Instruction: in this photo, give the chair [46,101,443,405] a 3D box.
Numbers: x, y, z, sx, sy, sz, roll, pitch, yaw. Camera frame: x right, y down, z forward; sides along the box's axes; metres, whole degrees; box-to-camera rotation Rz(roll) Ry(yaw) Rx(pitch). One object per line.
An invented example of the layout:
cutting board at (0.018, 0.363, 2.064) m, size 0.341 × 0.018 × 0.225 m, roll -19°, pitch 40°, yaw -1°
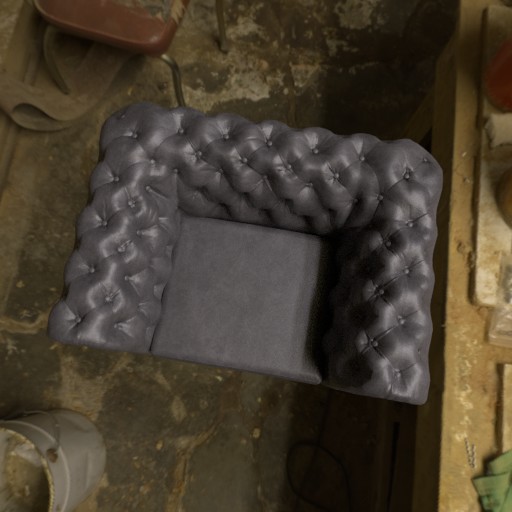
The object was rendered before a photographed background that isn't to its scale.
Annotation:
chair at (0.000, 0.000, 1.841) m, size 1.298 × 0.780 × 0.943 m, roll 9°, pitch 76°, yaw 2°
